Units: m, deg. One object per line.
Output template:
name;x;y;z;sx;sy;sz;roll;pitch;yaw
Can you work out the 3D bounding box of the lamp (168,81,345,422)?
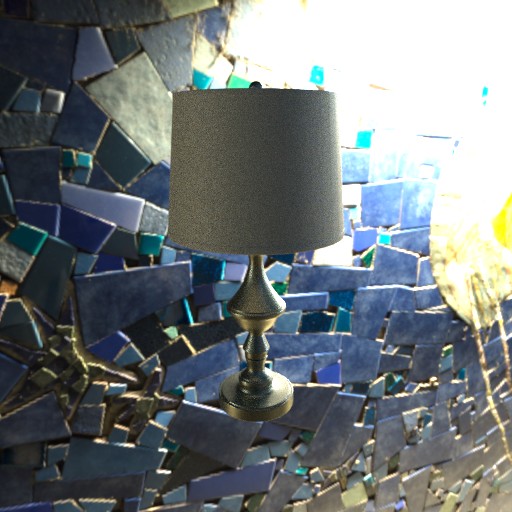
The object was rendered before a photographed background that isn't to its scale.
lamp;0.000;0.000;0.993;0.383;0.733;0.383;0;16;0
